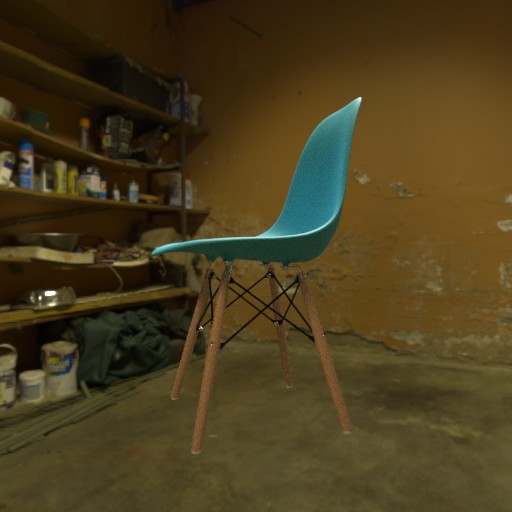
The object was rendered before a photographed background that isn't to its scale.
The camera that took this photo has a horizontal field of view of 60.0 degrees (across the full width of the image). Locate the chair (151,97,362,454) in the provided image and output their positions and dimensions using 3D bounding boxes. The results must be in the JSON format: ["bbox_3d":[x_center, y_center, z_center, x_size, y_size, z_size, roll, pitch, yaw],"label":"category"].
[{"bbox_3d":[0.000,0.000,1.157,0.531,0.826,0.470,0,1,-17],"label":"chair"}]
